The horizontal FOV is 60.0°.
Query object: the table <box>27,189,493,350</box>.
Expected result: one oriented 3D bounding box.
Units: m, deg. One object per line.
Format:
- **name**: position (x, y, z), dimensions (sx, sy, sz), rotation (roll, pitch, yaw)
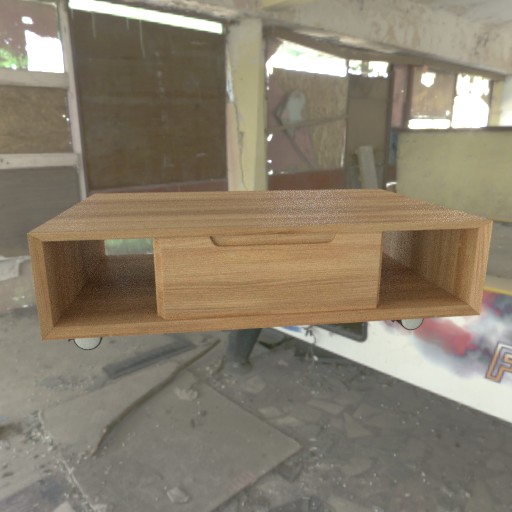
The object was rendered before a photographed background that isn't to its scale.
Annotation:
- **table**: position (0.000, 0.000, 1.412), dimensions (1.100, 0.330, 0.700), rotation (-2, 15, -8)
